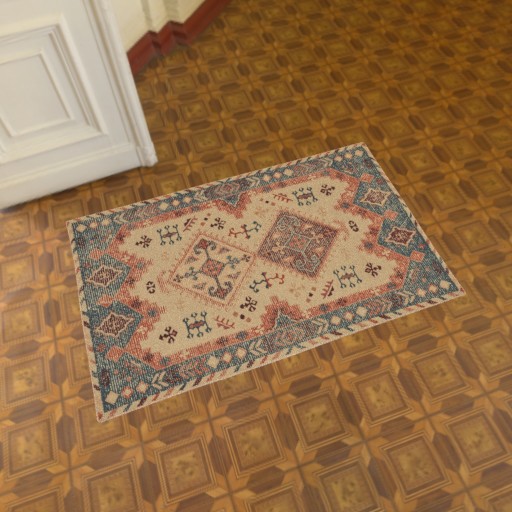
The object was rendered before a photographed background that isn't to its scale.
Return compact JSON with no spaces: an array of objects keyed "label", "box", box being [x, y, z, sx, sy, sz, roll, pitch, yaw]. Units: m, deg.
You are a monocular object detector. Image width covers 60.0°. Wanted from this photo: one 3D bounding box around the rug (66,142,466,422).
[{"label":"rug","box":[0.000,0.000,3.132,2.464,0.023,1.521,-17,60,-10]}]
